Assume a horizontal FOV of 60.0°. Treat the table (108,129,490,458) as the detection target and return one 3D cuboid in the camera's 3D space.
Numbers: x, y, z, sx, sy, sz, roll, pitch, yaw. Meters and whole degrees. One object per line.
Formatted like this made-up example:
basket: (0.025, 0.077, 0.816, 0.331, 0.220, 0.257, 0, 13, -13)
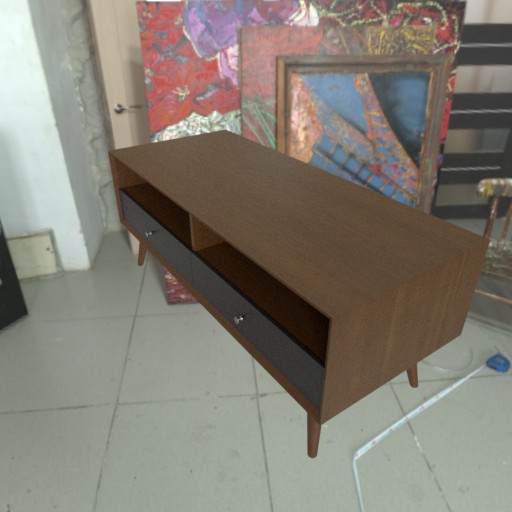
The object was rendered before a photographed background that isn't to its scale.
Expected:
table: (0.000, 0.000, 1.378, 0.490, 0.464, 1.119, -20, 36, -30)
